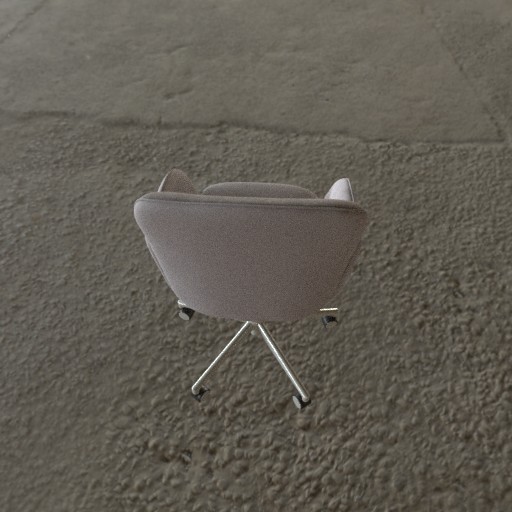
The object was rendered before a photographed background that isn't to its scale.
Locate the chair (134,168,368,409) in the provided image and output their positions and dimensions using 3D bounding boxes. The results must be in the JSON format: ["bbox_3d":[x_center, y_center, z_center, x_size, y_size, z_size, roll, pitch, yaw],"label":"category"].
[{"bbox_3d":[0.000,0.000,1.416,0.648,0.959,0.654,3,47,3],"label":"chair"}]
